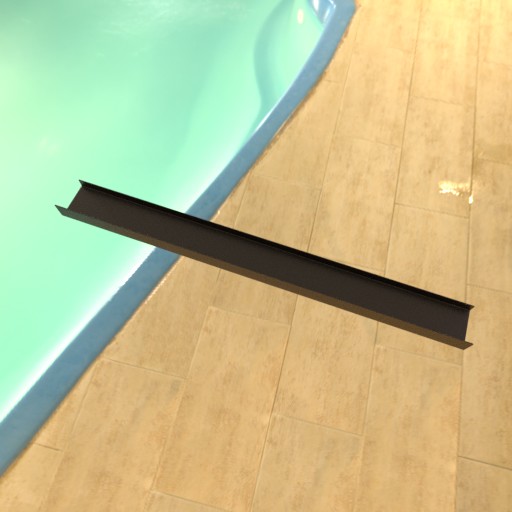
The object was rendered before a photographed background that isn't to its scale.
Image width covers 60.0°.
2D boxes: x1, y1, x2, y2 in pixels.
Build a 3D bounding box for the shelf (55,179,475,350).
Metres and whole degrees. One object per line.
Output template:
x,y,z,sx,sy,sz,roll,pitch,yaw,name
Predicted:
0.000,0.000,0.961,0.924,0.049,0.092,18,66,8,shelf
